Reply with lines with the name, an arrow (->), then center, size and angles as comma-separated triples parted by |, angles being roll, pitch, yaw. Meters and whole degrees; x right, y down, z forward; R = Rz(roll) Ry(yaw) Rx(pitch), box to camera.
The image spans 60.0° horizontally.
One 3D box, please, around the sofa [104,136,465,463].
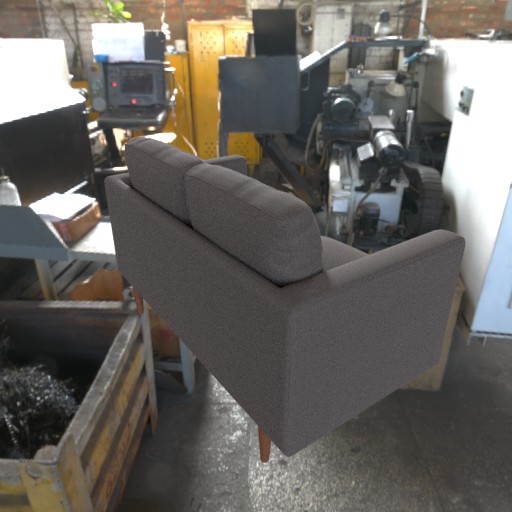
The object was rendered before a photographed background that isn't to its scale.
sofa -> 0.000, 0.000, 1.911 | 0.796, 0.908, 1.430 | -17, 31, -31
